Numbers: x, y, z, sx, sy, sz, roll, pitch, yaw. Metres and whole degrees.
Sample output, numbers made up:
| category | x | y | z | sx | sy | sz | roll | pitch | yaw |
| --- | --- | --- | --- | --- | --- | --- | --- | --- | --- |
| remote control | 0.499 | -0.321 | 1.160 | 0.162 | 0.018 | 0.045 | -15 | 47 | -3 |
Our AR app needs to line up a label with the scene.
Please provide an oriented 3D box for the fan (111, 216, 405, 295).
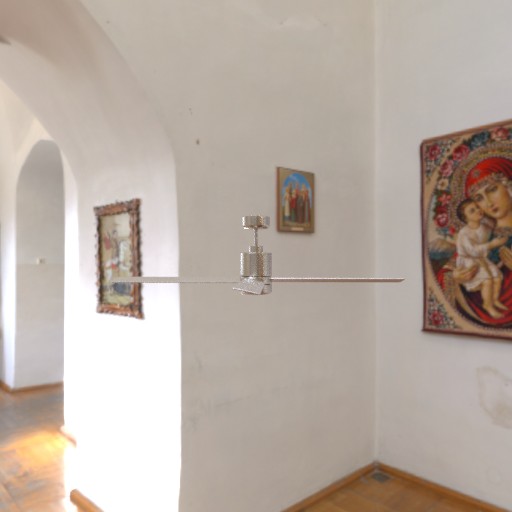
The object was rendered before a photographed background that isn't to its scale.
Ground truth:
| category | x | y | z | sx | sy | sz | roll | pitch | yaw |
| --- | --- | --- | --- | --- | --- | --- | --- | --- | --- |
| fan | 0.000 | 0.000 | 2.016 | 1.322 | 0.355 | 1.322 | 0 | 0 | 3 |
